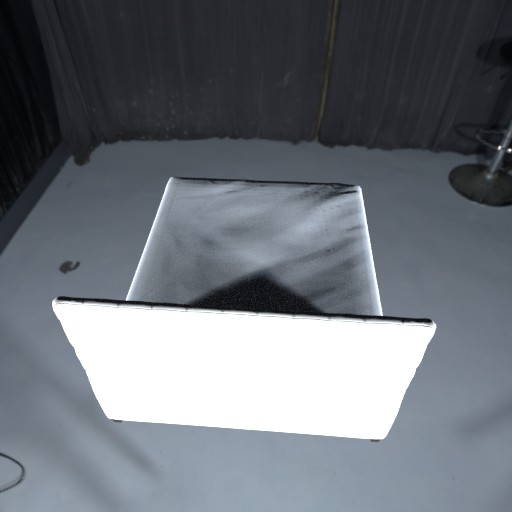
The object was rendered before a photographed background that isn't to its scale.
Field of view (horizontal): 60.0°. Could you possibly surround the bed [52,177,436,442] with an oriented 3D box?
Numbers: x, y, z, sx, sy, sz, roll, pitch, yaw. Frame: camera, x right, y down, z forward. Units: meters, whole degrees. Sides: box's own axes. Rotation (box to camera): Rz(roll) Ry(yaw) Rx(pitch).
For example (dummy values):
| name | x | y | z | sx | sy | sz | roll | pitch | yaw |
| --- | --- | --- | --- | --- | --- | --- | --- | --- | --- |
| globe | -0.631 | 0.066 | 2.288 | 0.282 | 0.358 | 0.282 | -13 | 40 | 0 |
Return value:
| name | x | y | z | sx | sy | sz | roll | pitch | yaw |
| --- | --- | --- | --- | --- | --- | --- | --- | --- | --- |
| bed | 0.000 | 0.000 | 3.654 | 2.078 | 1.427 | 2.387 | 3 | 45 | 3 |
